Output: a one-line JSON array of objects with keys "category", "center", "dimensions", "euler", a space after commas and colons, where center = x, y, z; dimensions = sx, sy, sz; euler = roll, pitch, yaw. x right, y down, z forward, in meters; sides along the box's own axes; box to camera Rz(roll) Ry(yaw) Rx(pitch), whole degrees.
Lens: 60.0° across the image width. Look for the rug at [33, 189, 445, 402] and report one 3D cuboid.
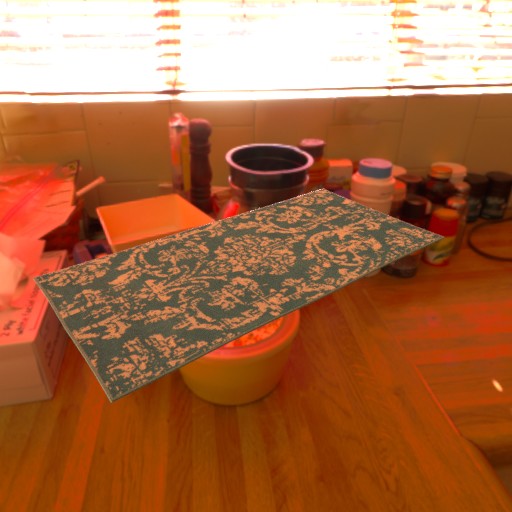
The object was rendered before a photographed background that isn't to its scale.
[{"category": "rug", "center": [0.000, 0.000, 1.442], "dimensions": [1.219, 0.007, 0.604], "euler": [-21, 35, -32]}]
